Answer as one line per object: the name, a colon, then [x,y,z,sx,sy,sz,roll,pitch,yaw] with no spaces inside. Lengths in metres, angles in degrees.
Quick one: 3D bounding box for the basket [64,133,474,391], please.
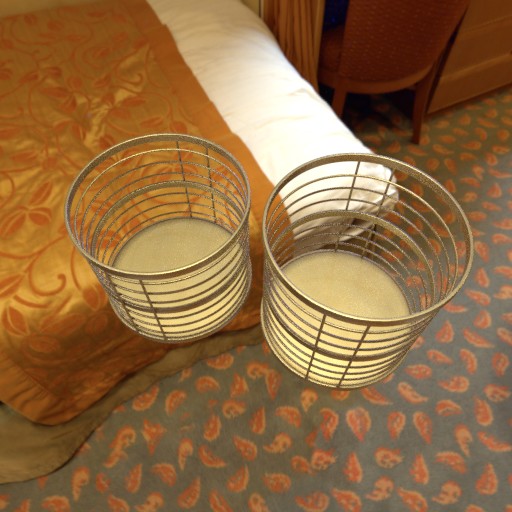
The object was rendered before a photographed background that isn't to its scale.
basket: [0.000,0.000,0.931,0.746,0.351,0.356,14,58,9]
